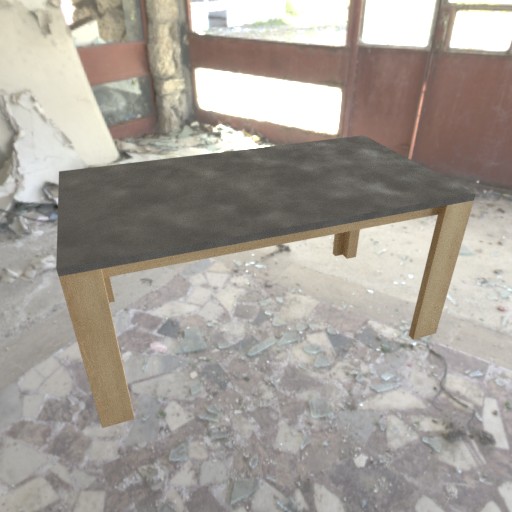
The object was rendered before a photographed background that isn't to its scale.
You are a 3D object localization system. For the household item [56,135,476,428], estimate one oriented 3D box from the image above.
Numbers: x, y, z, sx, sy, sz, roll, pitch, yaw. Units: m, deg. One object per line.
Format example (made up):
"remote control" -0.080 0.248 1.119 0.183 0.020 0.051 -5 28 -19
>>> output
"household item" 0.000 0.000 2.114 1.600 0.755 0.850 -11 34 -17
